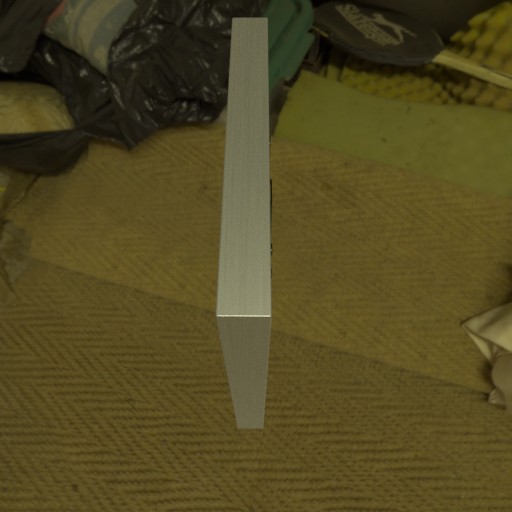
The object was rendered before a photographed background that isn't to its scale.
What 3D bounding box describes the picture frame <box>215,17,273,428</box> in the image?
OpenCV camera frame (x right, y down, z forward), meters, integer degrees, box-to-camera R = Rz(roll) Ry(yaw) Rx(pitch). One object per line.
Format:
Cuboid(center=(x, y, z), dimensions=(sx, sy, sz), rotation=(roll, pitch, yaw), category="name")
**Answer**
Cuboid(center=(0.000, 0.000, 0.381), dimensions=(0.036, 0.282, 0.233), rotation=(0, 59, 0), category="picture frame")
